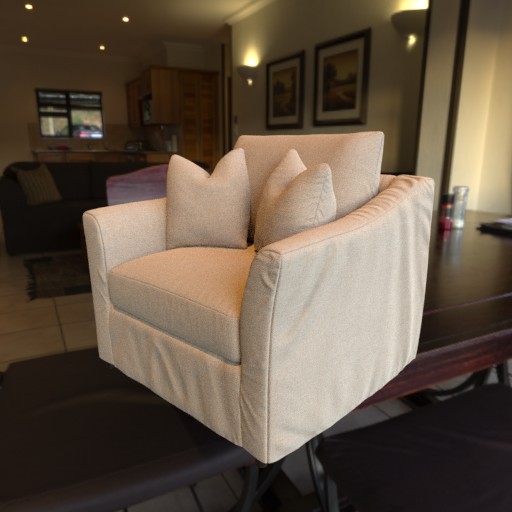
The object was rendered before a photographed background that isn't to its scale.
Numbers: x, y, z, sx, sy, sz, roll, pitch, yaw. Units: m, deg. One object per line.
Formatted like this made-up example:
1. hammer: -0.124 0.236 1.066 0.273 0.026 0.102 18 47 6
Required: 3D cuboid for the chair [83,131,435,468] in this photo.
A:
1. chair: 0.000 0.000 2.023 1.194 1.093 1.071 13 19 42
